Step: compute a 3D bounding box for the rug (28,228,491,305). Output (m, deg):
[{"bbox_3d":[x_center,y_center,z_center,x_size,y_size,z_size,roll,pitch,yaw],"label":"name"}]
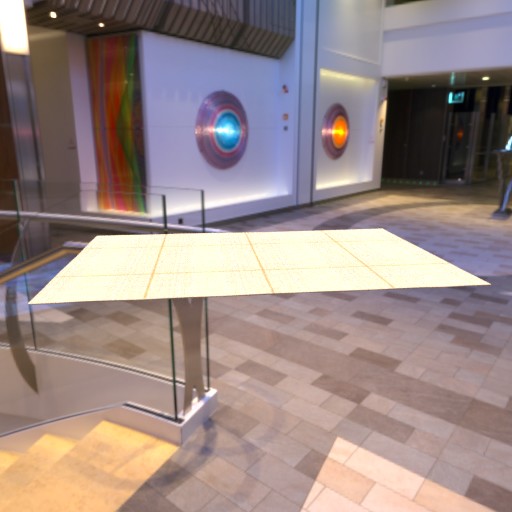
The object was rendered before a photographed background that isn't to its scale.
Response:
[{"bbox_3d":[0.000,0.000,3.044,2.442,0.016,1.527,-2,15,-7],"label":"rug"}]
